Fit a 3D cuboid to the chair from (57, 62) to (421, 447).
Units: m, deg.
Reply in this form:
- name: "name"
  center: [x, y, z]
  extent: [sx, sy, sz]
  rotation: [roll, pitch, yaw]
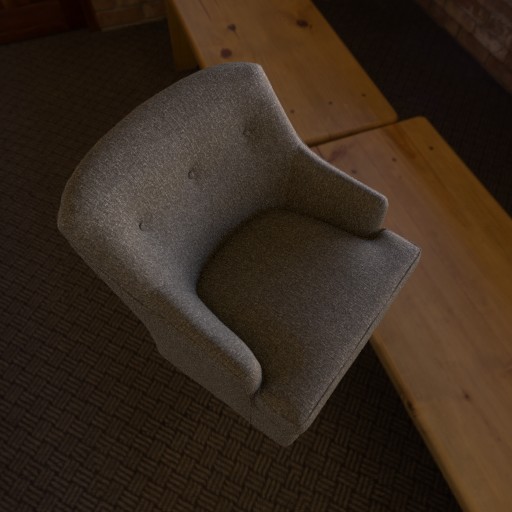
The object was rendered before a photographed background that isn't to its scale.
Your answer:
- name: "chair"
  center: [0.000, 0.000, 1.538]
  extent: [0.923, 0.856, 0.864]
  rotation: [33, 64, 19]
